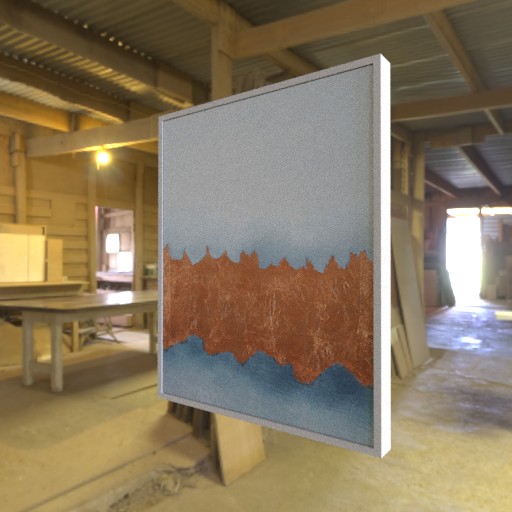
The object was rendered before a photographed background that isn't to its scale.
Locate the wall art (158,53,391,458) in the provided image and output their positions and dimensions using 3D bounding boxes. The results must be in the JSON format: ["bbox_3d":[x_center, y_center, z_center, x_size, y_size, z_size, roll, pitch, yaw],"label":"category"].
[{"bbox_3d":[0.000,0.000,0.754,0.451,0.553,0.039,0,-1,36],"label":"wall art"}]
